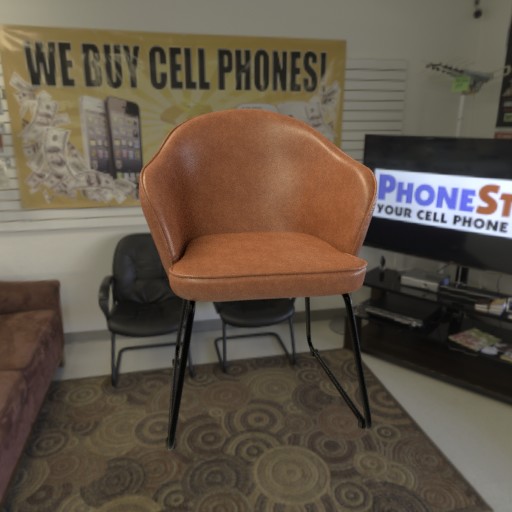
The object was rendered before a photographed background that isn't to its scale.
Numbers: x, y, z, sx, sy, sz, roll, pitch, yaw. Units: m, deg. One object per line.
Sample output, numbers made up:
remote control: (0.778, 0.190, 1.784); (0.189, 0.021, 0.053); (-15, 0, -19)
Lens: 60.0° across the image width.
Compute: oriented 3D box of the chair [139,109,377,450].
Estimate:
chair: (0.000, 0.000, 1.221); (0.582, 0.785, 0.580); (-3, 17, -9)
